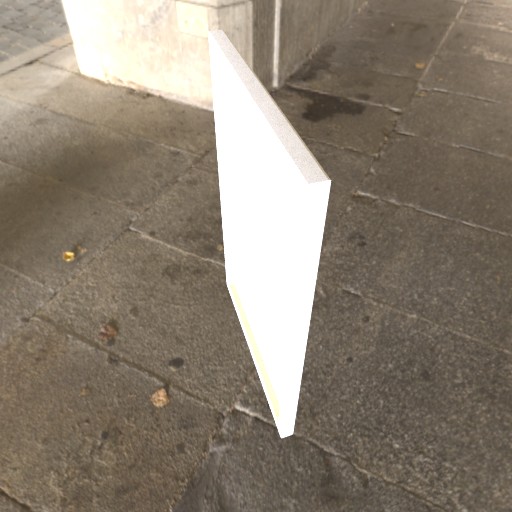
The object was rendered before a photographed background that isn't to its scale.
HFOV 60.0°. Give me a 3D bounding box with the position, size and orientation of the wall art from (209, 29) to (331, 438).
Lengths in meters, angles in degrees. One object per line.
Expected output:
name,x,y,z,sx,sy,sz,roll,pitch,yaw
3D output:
wall art,0.000,0.000,1.160,0.038,0.912,0.607,-13,48,-12
